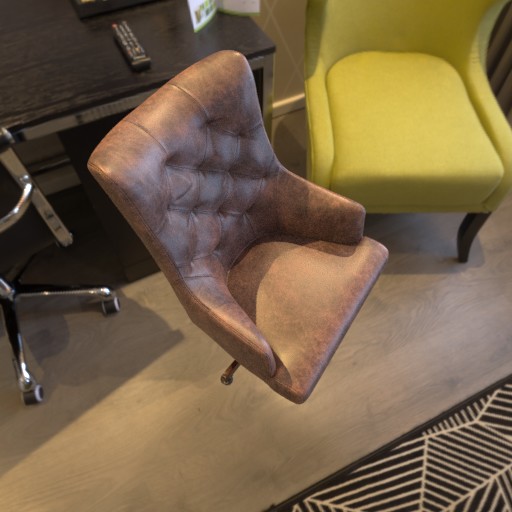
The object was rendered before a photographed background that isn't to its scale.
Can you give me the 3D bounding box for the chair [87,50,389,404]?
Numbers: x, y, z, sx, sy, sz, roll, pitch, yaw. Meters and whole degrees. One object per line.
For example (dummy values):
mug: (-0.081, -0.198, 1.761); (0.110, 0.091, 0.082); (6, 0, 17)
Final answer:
chair: (0.000, 0.000, 1.508); (0.762, 1.035, 0.641); (29, 62, 17)
